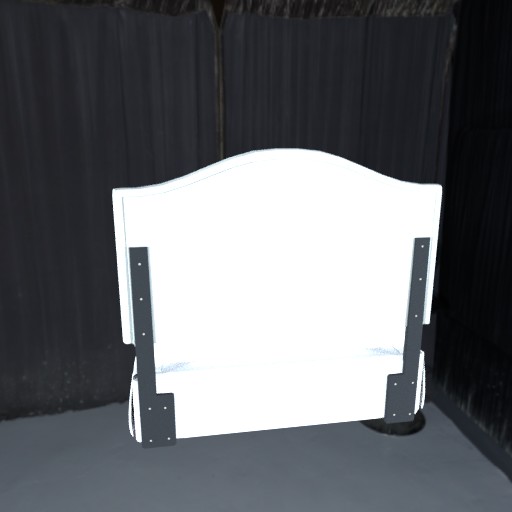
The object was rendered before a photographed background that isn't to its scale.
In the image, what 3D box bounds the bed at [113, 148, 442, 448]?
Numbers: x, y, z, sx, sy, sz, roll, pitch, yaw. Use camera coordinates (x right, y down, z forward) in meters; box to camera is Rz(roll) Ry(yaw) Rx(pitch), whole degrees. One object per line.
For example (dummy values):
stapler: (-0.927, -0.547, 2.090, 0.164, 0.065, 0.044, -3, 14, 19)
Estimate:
bed: (0.000, 0.000, 3.426, 1.813, 1.607, 2.180, -2, 14, -9)
